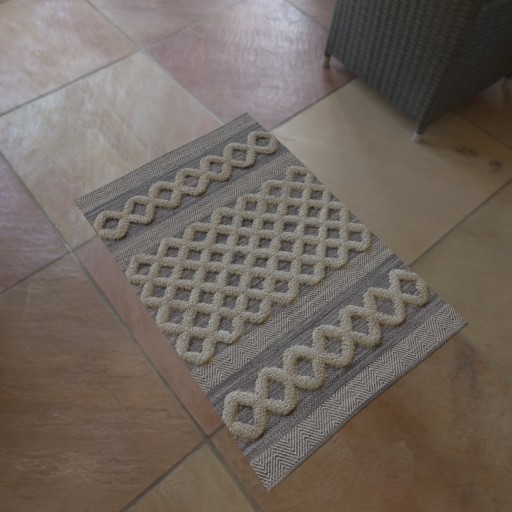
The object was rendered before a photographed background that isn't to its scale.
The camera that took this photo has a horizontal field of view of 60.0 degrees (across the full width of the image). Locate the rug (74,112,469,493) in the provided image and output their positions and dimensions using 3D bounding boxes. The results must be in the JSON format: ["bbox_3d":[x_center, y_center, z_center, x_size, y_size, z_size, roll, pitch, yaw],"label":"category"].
[{"bbox_3d":[0.000,0.000,2.319,1.222,0.030,1.823,-33,65,-18],"label":"rug"}]
